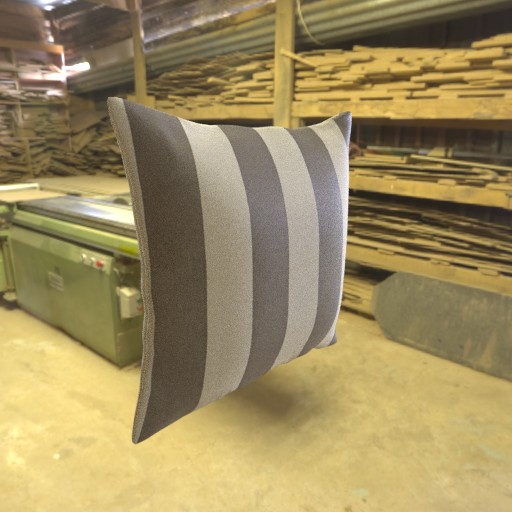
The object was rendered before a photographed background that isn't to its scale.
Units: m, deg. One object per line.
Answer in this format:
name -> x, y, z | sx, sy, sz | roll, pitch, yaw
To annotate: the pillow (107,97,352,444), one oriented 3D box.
pillow -> 0.000, 0.000, 0.785 | 0.522, 0.507, 0.192 | -14, 20, -42
